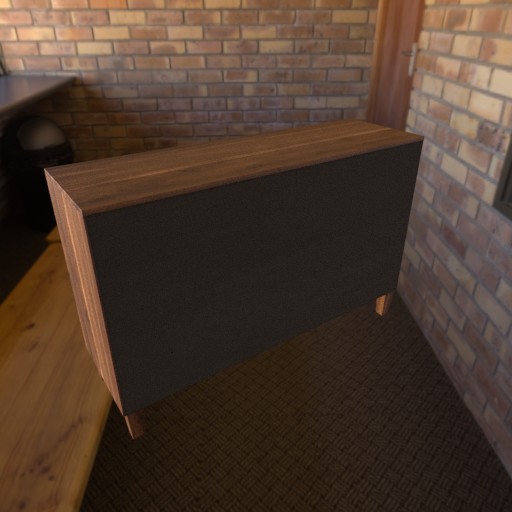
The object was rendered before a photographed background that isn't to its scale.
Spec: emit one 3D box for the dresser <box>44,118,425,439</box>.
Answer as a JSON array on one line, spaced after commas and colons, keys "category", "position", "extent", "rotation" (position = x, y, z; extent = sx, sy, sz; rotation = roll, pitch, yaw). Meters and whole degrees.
[{"category": "dresser", "position": [0.000, 0.000, 1.852], "extent": [1.387, 0.892, 0.438], "rotation": [-18, 34, -30]}]
